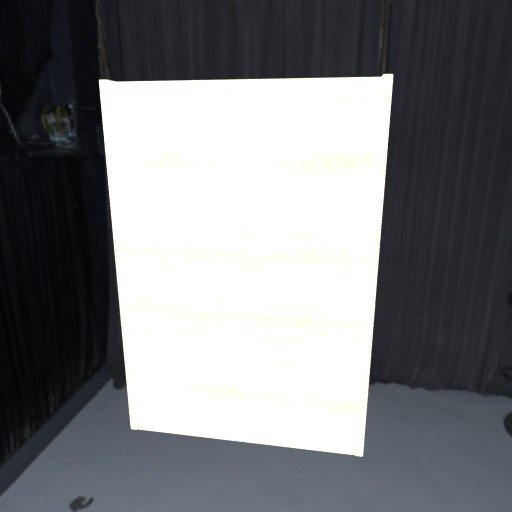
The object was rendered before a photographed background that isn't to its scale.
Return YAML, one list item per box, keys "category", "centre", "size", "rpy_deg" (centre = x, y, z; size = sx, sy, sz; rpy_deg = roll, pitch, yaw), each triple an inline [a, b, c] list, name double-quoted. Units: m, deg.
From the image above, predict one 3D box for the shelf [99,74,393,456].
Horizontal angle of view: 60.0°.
- category: "shelf"
  centre: [0.000, 0.000, 0.826]
  size: [0.414, 0.592, 0.290]
  rpy_deg: [3, 16, 10]
